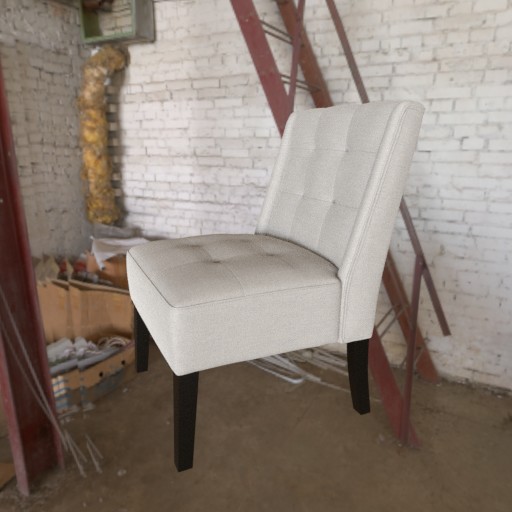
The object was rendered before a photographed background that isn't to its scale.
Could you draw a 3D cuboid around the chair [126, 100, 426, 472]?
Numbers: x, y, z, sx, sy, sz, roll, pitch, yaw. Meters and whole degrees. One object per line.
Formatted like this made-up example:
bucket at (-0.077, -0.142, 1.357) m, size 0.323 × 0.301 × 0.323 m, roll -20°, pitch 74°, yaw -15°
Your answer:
chair at (0.000, 0.000, 1.295) m, size 0.676 × 0.853 × 0.569 m, roll -7°, pitch 16°, yaw -24°
